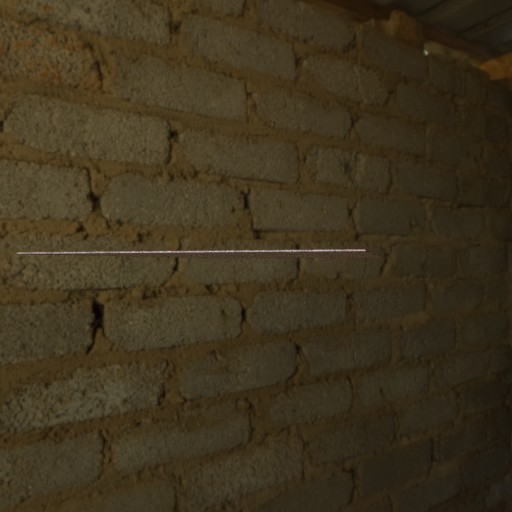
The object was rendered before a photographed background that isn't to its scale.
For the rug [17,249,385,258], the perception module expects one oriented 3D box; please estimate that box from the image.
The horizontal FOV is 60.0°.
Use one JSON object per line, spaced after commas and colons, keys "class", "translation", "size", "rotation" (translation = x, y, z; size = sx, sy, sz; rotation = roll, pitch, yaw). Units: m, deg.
{"class": "rug", "translation": [0.000, 0.000, 2.273], "size": [1.219, 0.005, 1.829], "rotation": [0, -1, 18]}
